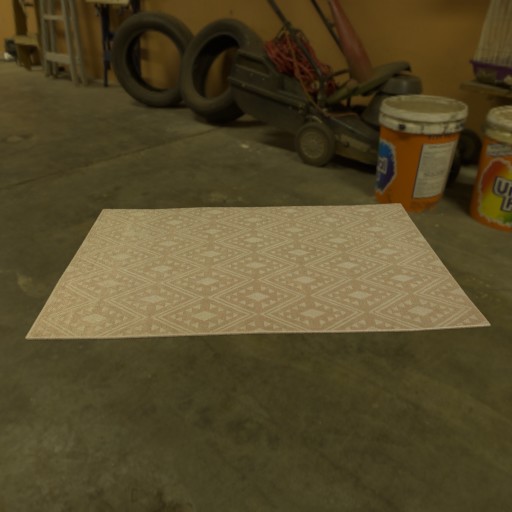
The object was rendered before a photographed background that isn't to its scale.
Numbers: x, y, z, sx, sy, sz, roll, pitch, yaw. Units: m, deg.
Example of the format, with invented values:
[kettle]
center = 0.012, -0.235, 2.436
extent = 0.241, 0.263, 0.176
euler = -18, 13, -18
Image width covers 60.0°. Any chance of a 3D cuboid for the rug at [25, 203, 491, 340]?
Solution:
[rug]
center = 0.000, 0.000, 2.971
extent = 2.430, 0.053, 1.553
euler = -1, 32, -2
